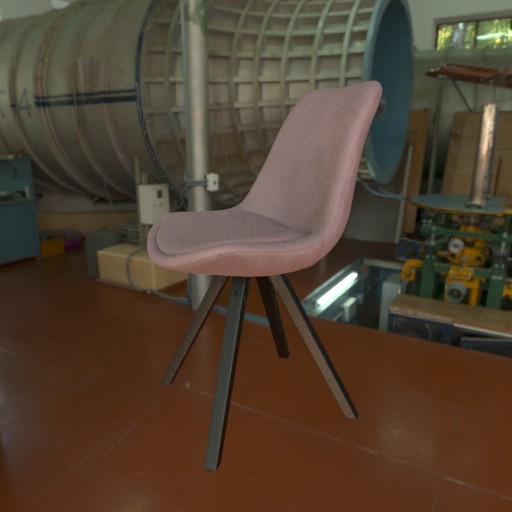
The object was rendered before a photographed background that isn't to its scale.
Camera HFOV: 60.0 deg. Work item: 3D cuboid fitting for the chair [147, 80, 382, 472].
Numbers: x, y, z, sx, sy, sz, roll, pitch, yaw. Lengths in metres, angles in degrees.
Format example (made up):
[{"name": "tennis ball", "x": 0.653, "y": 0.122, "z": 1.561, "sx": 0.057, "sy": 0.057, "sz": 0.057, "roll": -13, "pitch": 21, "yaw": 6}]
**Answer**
[{"name": "chair", "x": 0.000, "y": 0.000, "z": 1.169, "sx": 0.547, "sy": 0.865, "sz": 0.483, "roll": -7, "pitch": 17, "yaw": -25}]
